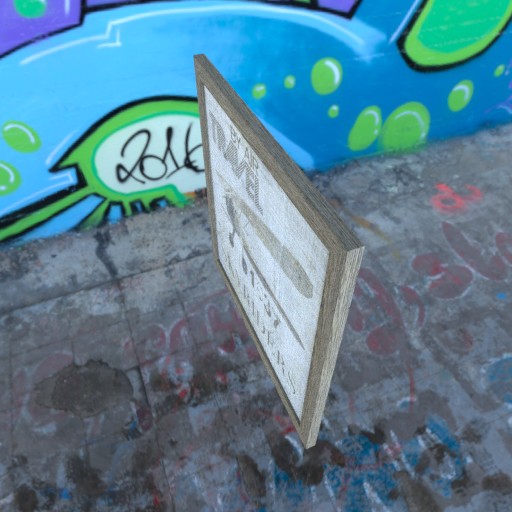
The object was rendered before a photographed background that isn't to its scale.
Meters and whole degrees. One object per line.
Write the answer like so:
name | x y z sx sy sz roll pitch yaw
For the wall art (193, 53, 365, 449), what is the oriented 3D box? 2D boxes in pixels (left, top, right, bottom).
wall art | 0.000 0.000 0.778 0.019 0.508 0.508 -17 48 -16
